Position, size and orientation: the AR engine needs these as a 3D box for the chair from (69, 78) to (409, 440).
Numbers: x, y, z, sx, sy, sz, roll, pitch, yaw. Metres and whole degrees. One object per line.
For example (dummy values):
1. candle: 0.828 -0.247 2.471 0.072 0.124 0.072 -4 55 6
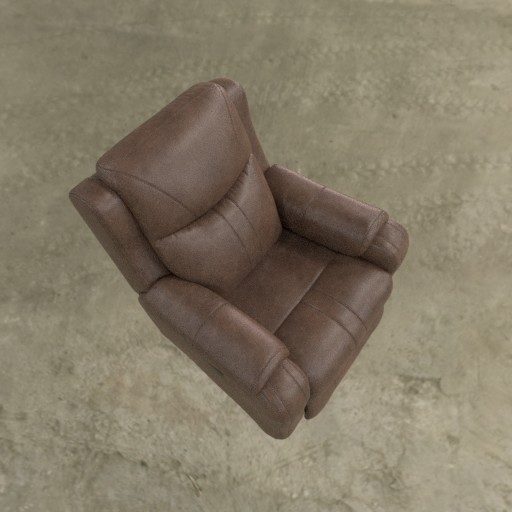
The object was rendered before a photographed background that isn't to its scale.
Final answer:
1. chair: 0.000 0.000 1.796 1.067 0.990 0.940 33 64 19
